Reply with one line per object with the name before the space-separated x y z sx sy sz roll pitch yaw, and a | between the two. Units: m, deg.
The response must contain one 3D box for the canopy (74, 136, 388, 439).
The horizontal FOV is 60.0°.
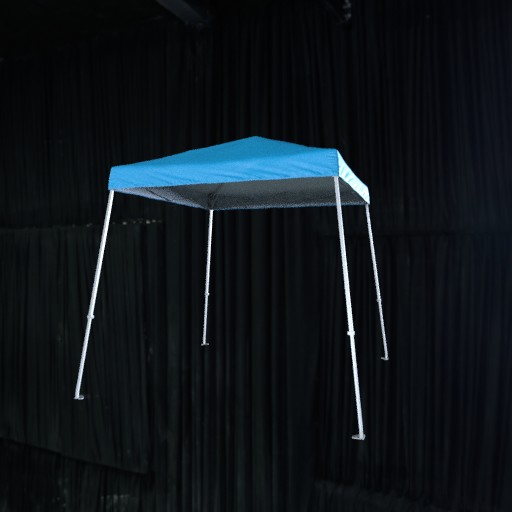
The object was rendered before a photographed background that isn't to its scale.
canopy | 0.000 0.000 5.288 2.848 2.849 2.849 0 0 20
